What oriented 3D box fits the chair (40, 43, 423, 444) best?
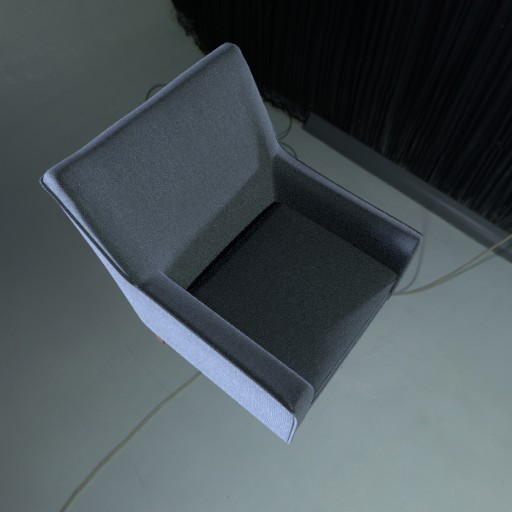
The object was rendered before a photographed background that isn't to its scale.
[{"bbox_3d":[0.000,0.000,1.565,0.899,0.919,0.780,34,64,19],"label":"chair"}]
